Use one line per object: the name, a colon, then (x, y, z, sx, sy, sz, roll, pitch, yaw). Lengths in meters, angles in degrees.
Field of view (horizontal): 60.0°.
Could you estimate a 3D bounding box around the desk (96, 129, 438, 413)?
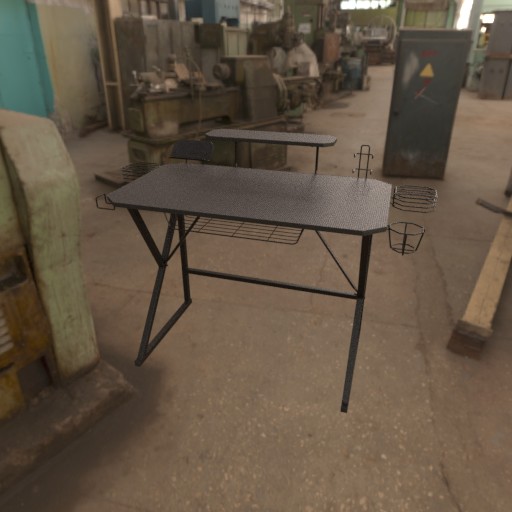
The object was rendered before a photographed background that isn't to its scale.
desk: (0.000, 0.000, 1.785, 1.290, 0.880, 0.580, 8, 28, 15)
